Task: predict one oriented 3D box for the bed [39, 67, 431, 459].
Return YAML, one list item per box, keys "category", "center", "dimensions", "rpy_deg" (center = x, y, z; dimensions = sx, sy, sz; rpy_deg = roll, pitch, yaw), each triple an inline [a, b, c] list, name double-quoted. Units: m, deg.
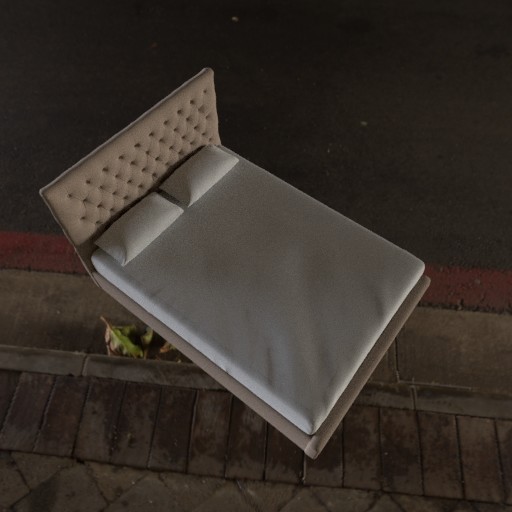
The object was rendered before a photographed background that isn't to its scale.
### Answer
- category: "bed"
  center: [0.000, 0.000, 3.470]
  dimensions: [2.387, 1.427, 1.698]
  rpy_deg: [34, 64, 19]
